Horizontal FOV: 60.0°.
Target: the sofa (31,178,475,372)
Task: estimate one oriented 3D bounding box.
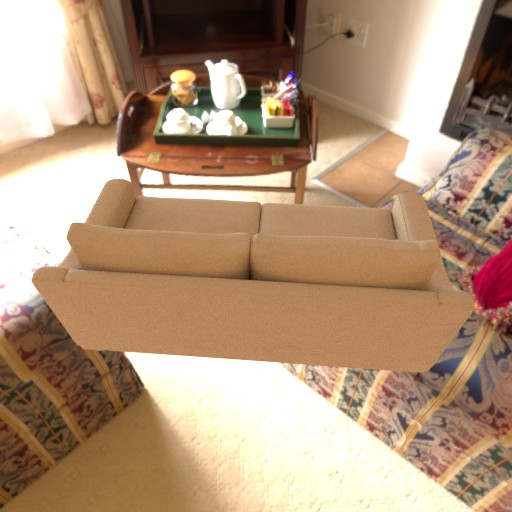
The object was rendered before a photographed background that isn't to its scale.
[{"bbox_3d":[0.000,0.000,2.508,1.967,0.901,1.030,3,46,3],"label":"sofa"}]
